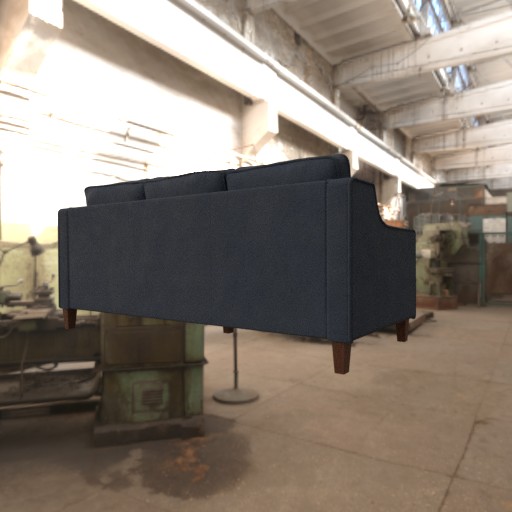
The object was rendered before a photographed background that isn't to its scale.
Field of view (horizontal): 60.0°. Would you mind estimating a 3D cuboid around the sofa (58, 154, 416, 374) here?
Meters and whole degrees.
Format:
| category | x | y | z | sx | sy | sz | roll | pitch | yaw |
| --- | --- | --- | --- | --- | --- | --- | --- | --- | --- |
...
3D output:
| category | x | y | z | sx | sy | sz | roll | pitch | yaw |
| --- | --- | --- | --- | --- | --- | --- | --- | --- | --- |
| sofa | 0.000 | 0.000 | 3.360 | 2.317 | 1.066 | 1.858 | 0 | 0 | 35 |
